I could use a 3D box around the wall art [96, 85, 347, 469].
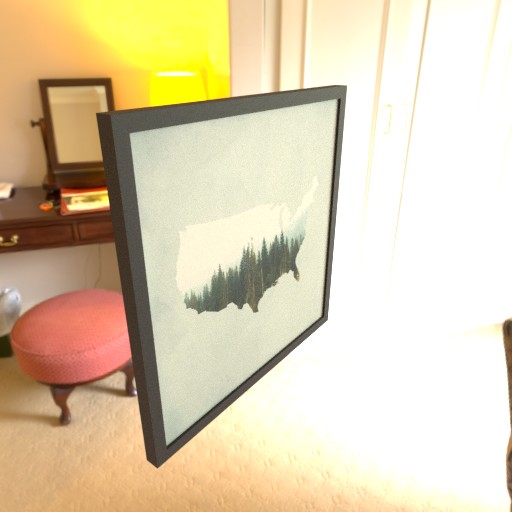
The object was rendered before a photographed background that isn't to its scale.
[{"bbox_3d":[0.000,0.000,1.115,0.038,0.763,0.763,18,31,34],"label":"wall art"}]
